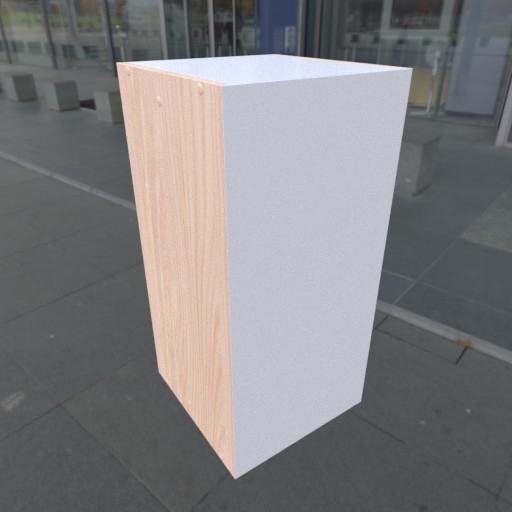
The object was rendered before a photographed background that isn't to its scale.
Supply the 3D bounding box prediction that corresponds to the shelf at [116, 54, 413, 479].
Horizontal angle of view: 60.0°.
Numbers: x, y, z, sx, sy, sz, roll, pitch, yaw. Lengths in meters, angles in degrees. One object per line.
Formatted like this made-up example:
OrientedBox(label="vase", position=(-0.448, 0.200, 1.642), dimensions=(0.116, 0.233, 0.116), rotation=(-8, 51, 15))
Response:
OrientedBox(label="shelf", position=(0.000, 0.000, 0.748), dimensions=(0.290, 0.594, 0.297), rotation=(-18, 33, -30))
